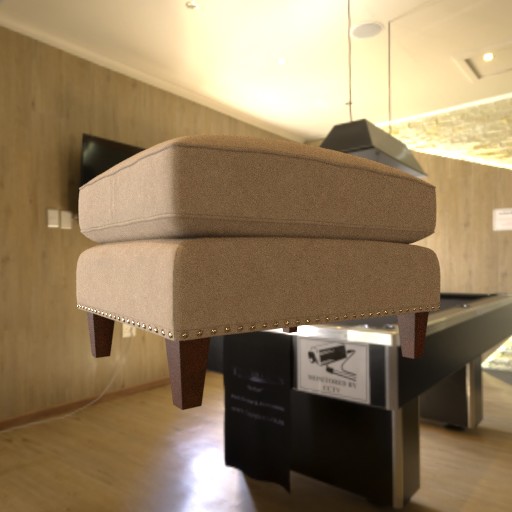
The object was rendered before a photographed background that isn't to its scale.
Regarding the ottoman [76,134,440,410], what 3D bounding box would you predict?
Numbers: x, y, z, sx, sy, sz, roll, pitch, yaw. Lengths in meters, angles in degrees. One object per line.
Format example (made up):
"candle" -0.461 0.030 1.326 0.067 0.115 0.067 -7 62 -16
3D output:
"ottoman" 0.000 0.000 1.132 0.741 0.513 0.584 0 -1 -36
